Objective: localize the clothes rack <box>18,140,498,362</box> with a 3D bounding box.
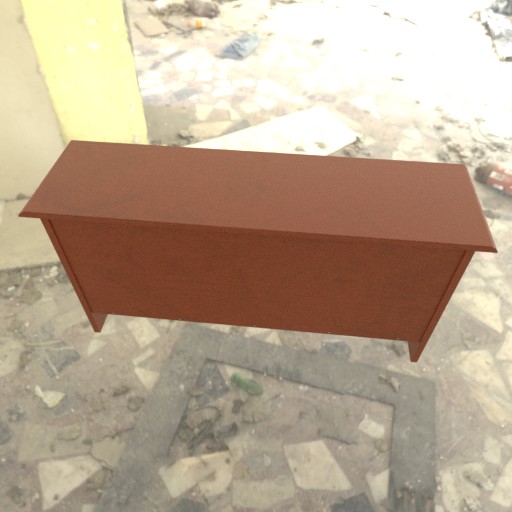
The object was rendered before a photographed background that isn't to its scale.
[{"bbox_3d":[0.000,0.000,1.478,1.251,0.594,0.362,5,47,4],"label":"clothes rack"}]
